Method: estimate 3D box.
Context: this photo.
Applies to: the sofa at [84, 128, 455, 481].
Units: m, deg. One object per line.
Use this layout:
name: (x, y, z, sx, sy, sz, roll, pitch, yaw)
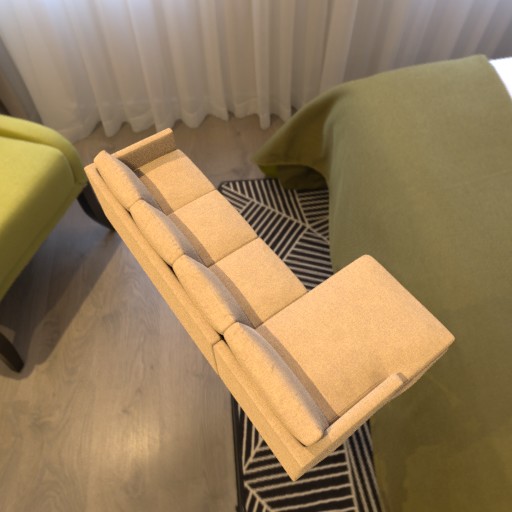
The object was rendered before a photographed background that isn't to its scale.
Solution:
sofa: (0.000, 0.000, 3.910, 1.638, 0.920, 3.198, -32, 63, -19)
